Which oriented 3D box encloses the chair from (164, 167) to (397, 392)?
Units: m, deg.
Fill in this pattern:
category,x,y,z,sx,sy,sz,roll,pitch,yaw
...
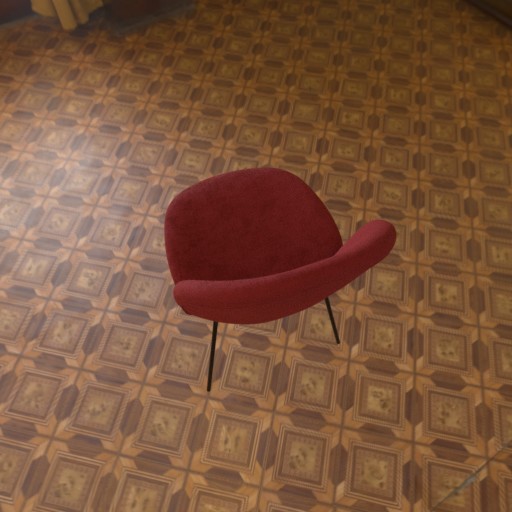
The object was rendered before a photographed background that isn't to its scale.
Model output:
category,x,y,z,sx,sy,sz,roll,pitch,yaw
chair,0.000,0.000,1.160,0.458,0.791,0.587,-18,61,-10
